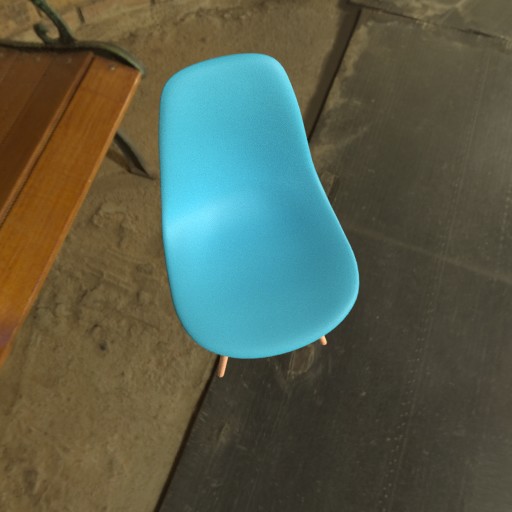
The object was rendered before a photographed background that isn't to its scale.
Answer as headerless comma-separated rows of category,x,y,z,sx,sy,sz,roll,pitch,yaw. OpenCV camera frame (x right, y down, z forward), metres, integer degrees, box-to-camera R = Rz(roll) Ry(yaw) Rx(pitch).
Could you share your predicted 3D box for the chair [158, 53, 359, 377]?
chair,0.000,0.000,1.168,0.470,0.826,0.531,-16,66,-7
